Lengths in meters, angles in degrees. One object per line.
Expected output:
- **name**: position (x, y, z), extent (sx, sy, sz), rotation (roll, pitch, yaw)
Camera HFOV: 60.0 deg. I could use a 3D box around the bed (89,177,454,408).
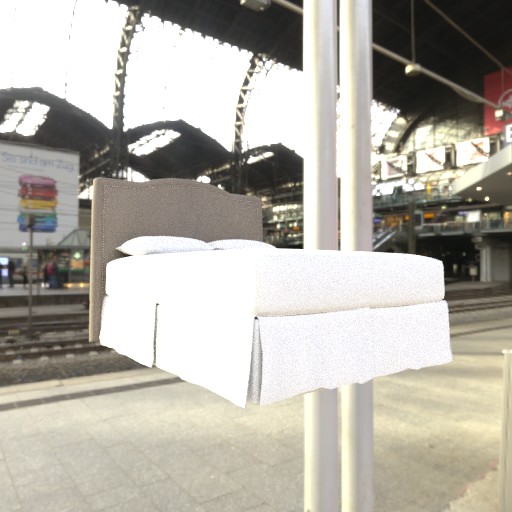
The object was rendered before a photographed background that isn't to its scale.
- **bed**: position (0.000, 0.000, 3.233), extent (1.744, 1.441, 2.128), rotation (1, -2, -37)
